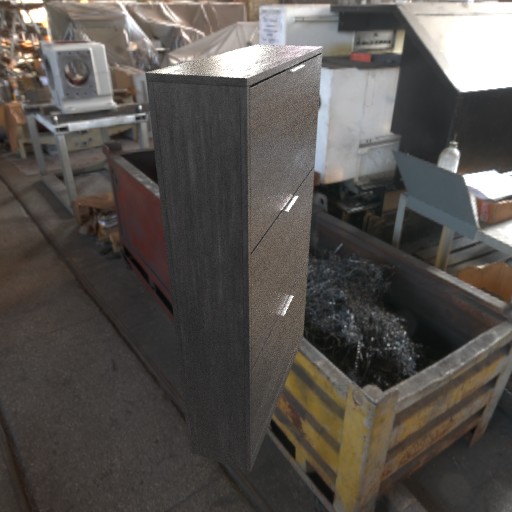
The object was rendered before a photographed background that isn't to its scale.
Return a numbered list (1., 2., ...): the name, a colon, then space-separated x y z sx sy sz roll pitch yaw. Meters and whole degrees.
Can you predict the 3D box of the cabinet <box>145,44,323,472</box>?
1. cabinet: 0.000 0.000 1.554 0.250 1.280 0.750 10 31 17
